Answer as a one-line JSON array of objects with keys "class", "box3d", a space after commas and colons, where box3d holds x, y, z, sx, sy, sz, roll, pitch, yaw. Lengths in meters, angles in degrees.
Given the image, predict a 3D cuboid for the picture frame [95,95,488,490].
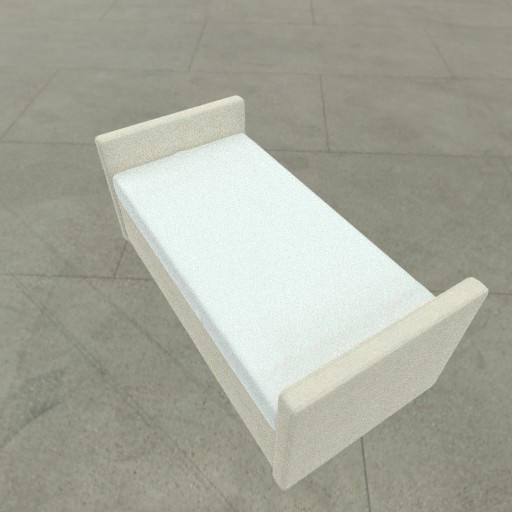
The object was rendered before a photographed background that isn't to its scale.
[{"class": "picture frame", "box3d": [0.000, 0.000, 2.683, 1.069, 0.891, 2.161, -25, 51, -22]}]
